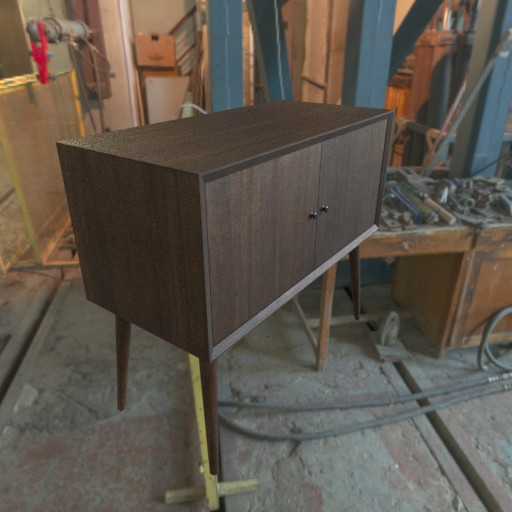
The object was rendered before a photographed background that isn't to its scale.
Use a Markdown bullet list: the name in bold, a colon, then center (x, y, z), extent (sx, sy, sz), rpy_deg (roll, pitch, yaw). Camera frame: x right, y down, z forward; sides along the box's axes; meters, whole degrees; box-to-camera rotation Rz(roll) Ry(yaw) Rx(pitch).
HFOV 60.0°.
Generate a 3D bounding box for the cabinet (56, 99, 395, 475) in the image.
- **cabinet**: center (0.000, 0.000, 1.122), extent (0.354, 0.654, 0.743), rpy_deg (18, 32, 32)
